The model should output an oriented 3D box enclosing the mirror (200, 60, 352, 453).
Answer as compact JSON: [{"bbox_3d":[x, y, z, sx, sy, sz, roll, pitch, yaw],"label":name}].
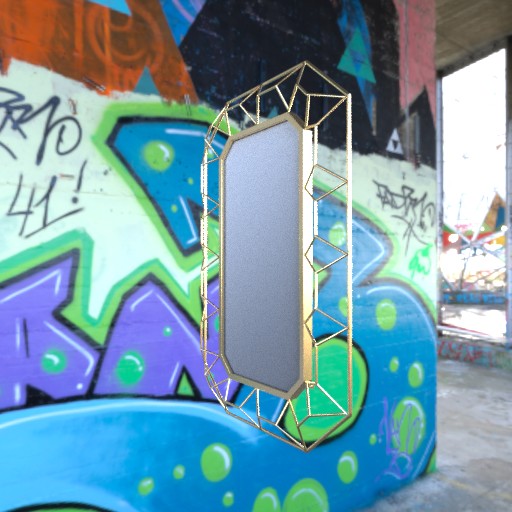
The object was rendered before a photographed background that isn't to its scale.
[{"bbox_3d":[0.000,0.000,1.095,0.051,0.870,0.572,1,-1,-37],"label":"mirror"}]
